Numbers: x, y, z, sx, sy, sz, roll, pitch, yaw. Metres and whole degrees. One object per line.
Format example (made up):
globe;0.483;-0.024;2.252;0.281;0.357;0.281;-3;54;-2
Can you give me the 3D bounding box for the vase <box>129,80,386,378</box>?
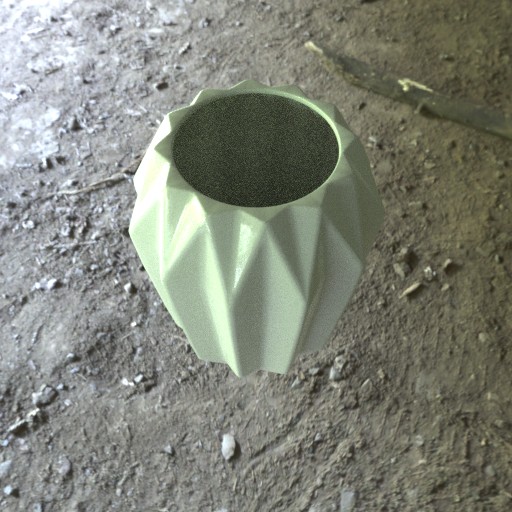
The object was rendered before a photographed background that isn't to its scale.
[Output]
vase;0.000;0.000;0.405;0.195;0.275;0.195;0;57;0
